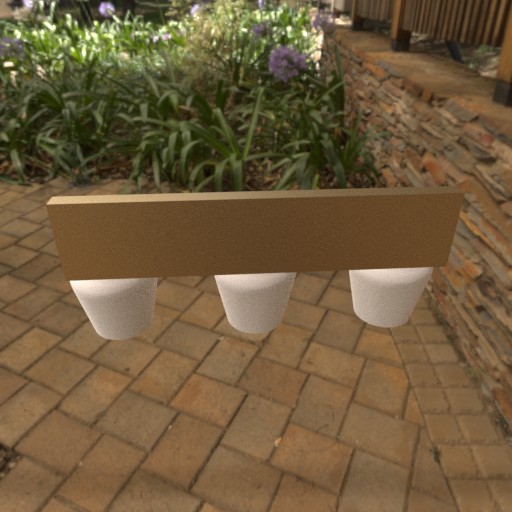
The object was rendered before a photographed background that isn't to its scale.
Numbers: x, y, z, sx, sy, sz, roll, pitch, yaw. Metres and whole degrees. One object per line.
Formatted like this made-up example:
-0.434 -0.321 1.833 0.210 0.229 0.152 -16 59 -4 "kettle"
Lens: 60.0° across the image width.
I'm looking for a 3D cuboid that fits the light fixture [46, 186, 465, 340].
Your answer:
0.000 0.000 0.715 0.609 0.280 0.190 -2 30 -3 "light fixture"
